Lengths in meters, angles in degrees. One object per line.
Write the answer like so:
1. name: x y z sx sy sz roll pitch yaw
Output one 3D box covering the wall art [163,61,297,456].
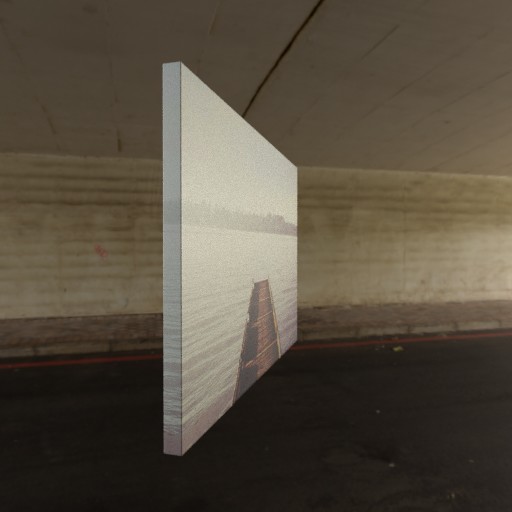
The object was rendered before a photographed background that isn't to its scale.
1. wall art: 0.000 0.000 0.757 0.021 0.410 0.615 0 1 17
